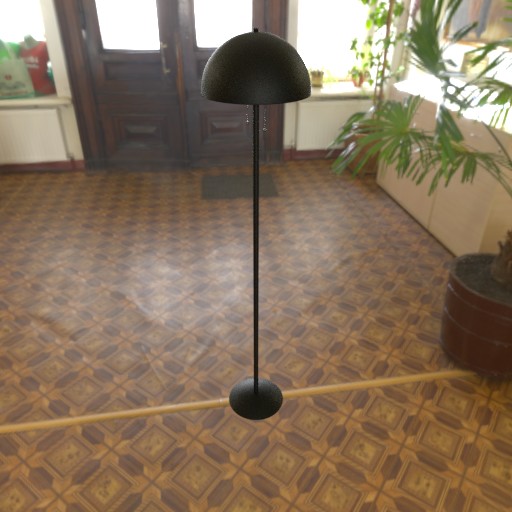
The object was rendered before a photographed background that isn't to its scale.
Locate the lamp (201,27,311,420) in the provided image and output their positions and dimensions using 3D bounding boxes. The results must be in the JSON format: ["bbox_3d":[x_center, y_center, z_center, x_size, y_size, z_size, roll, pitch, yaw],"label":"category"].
[{"bbox_3d":[0.000,0.000,1.614,0.328,1.480,0.328,20,36,30],"label":"lamp"}]
